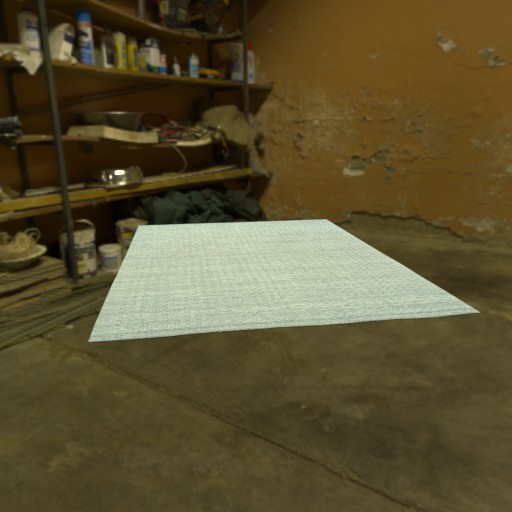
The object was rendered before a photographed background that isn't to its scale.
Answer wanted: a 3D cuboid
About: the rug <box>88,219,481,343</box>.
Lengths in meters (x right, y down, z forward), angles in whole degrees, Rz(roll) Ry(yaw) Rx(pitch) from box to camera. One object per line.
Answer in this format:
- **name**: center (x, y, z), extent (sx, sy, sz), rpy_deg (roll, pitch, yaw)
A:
- **rug**: center (0.000, 0.000, 4.182), extent (2.443, 0.007, 3.200), rpy_deg (-3, 16, -9)
